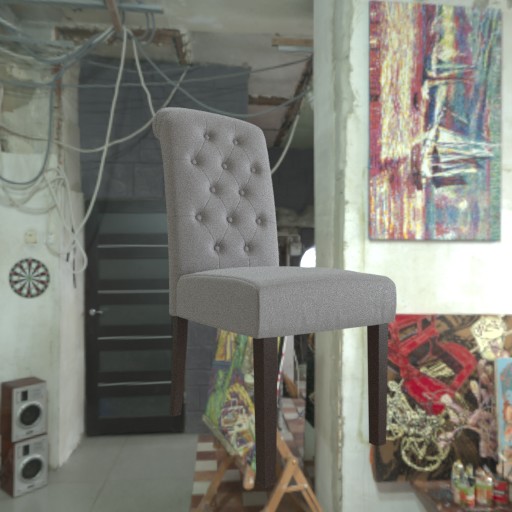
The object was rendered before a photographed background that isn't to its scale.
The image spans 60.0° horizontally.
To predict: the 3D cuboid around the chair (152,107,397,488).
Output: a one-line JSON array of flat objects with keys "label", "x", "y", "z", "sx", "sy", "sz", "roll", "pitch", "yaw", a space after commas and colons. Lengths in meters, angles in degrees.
[{"label": "chair", "x": 0.000, "y": 0.000, "z": 1.337, "sx": 0.456, "sy": 1.006, "sz": 0.671, "roll": 0, "pitch": -1, "yaw": -35}]
